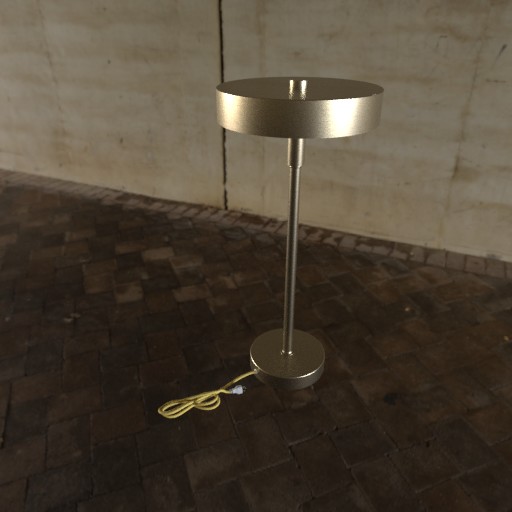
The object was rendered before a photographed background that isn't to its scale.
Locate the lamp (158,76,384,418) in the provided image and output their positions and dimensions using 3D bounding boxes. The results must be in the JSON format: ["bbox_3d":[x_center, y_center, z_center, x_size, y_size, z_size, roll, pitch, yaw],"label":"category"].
[{"bbox_3d":[0.000,0.000,0.694,0.369,0.508,0.229,-17,33,-29],"label":"lamp"}]
